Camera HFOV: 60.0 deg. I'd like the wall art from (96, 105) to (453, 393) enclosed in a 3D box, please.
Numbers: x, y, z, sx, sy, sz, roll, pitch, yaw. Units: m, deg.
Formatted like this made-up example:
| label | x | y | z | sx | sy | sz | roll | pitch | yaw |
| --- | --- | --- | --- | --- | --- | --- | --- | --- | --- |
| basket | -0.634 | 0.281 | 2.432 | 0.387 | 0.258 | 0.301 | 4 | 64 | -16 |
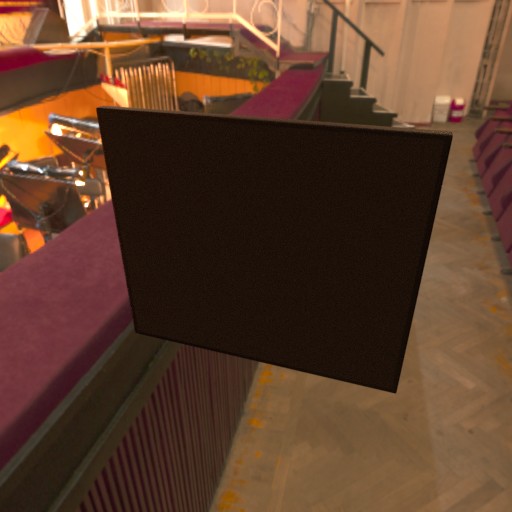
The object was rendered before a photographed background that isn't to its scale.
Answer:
| label | x | y | z | sx | sy | sz | roll | pitch | yaw |
| --- | --- | --- | --- | --- | --- | --- | --- | --- | --- |
| wall art | 0.000 | 0.000 | 0.740 | 0.521 | 0.450 | 0.018 | 9 | 31 | 16 |
